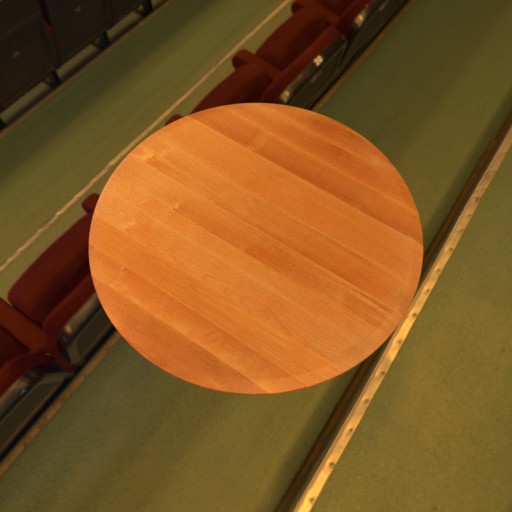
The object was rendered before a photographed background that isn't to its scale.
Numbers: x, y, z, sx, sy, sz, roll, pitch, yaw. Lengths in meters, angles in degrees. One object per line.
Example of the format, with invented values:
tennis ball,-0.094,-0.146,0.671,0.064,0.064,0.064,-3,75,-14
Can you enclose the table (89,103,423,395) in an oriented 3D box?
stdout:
table,0.000,0.000,1.381,0.900,0.400,0.900,0,63,0
